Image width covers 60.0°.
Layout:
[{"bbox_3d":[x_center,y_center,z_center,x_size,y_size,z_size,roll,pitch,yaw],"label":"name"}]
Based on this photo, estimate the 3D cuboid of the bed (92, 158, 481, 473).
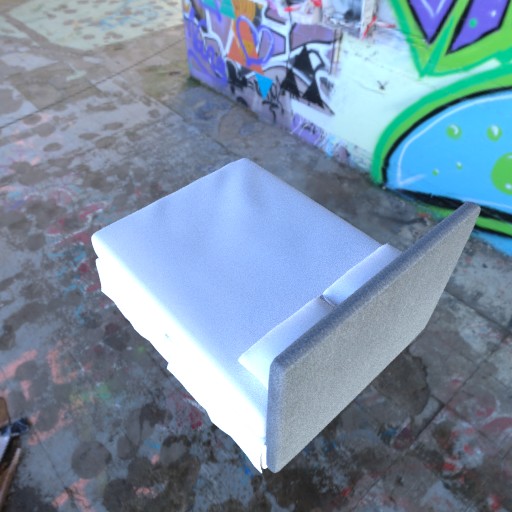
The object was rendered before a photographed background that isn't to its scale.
[{"bbox_3d":[0.000,0.000,3.218,1.723,1.330,2.142,-33,55,-28],"label":"bed"}]
